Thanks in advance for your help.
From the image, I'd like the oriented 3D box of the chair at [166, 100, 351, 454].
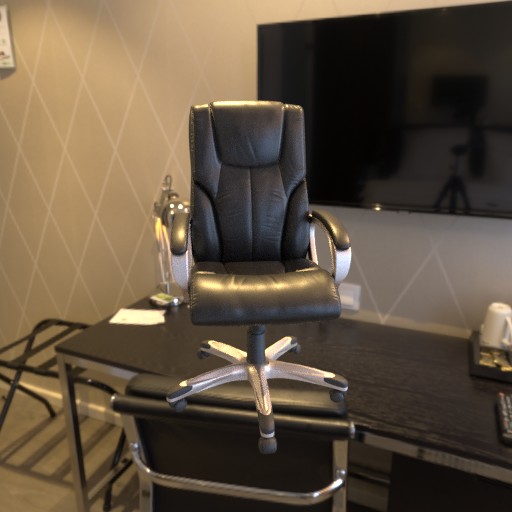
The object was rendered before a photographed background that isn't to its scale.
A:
[{"bbox_3d":[0.000,0.000,1.666,0.700,1.145,0.780,-2,16,-6],"label":"chair"}]
